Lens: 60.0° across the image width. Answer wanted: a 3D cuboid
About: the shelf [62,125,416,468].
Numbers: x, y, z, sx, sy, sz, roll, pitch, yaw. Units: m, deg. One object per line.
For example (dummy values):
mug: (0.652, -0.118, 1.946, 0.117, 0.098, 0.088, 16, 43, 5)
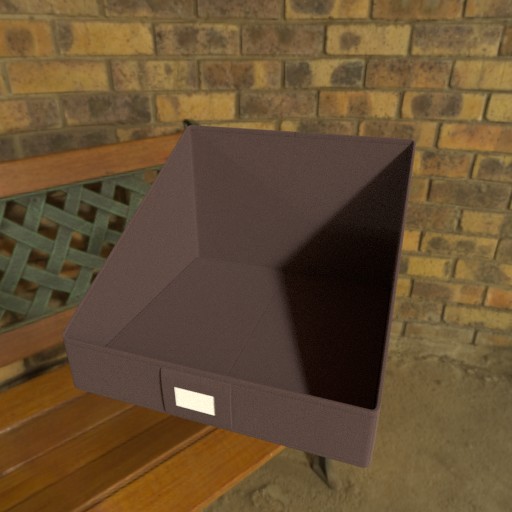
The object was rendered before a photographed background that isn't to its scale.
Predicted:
shelf: (0.000, 0.000, 0.476, 0.292, 0.210, 0.292, 9, 28, 17)
